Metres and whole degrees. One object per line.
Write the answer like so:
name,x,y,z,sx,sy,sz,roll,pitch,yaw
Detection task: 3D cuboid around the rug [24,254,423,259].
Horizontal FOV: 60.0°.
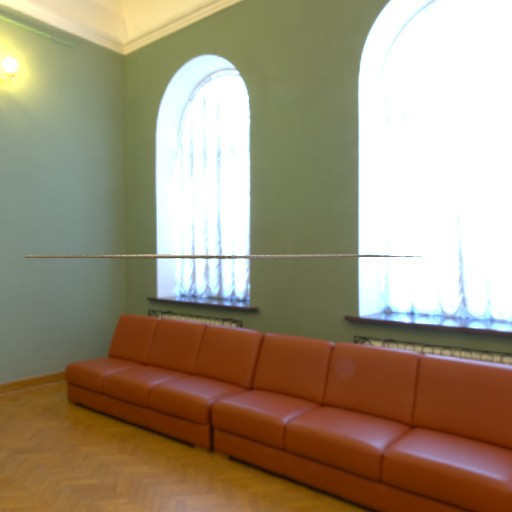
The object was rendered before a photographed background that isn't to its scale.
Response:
rug,0.000,0.000,2.283,1.162,0.022,1.804,0,0,37
